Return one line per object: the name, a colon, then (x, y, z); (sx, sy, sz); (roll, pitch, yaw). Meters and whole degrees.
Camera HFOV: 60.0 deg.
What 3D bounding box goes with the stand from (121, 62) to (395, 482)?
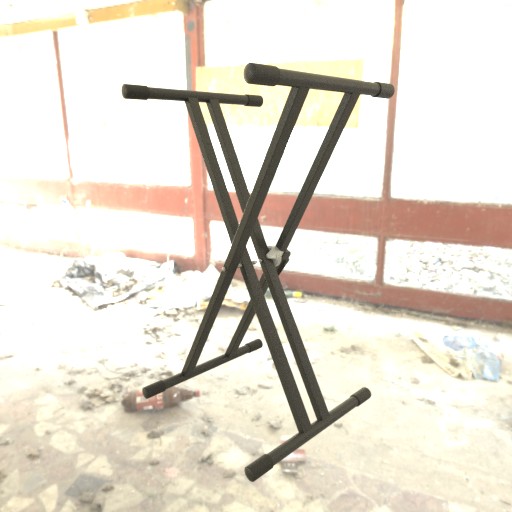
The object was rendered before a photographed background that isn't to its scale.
stand: (0.000, 0.000, 1.235); (0.495, 0.900, 0.503); (-14, 21, -42)
